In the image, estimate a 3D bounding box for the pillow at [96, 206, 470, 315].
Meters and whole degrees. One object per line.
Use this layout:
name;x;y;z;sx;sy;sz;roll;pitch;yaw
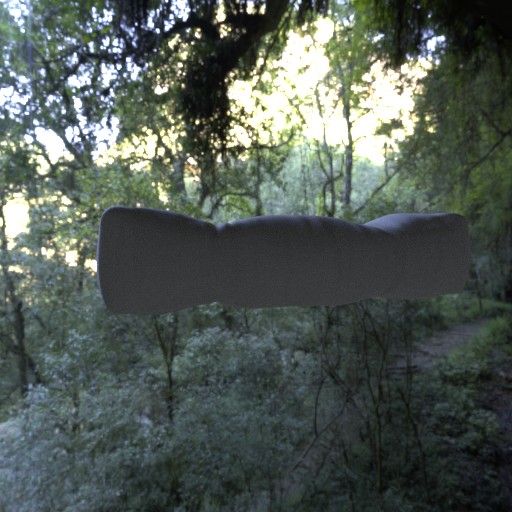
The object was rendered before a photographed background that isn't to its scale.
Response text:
pillow;0.000;0.000;0.745;0.490;0.128;0.468;0;2;-17
